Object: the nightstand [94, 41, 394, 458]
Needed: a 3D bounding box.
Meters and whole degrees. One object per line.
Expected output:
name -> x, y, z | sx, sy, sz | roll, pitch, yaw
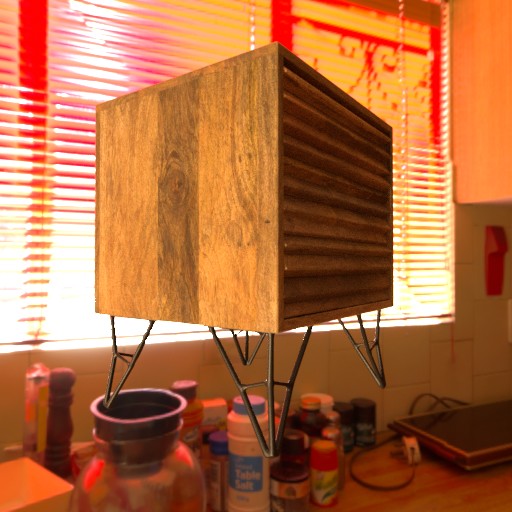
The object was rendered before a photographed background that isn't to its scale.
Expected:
nightstand -> 0.000, 0.000, 0.882 | 0.406, 0.559, 0.457 | -1, -1, 36
